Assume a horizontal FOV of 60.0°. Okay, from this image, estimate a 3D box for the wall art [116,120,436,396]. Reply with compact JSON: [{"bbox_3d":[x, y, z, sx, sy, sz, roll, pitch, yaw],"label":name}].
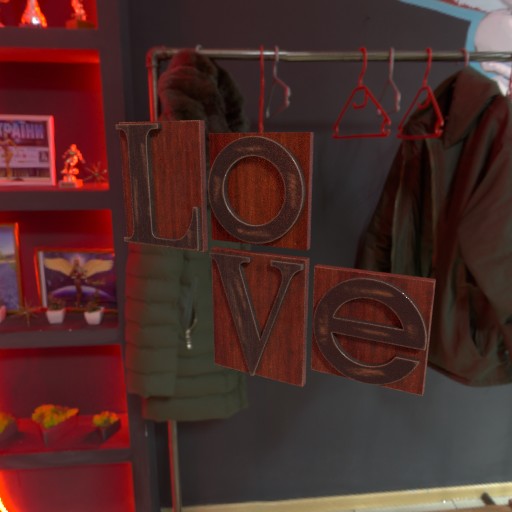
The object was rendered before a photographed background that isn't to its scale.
[{"bbox_3d":[0.000,0.000,0.839,0.635,0.497,0.030,7,16,26],"label":"wall art"}]
